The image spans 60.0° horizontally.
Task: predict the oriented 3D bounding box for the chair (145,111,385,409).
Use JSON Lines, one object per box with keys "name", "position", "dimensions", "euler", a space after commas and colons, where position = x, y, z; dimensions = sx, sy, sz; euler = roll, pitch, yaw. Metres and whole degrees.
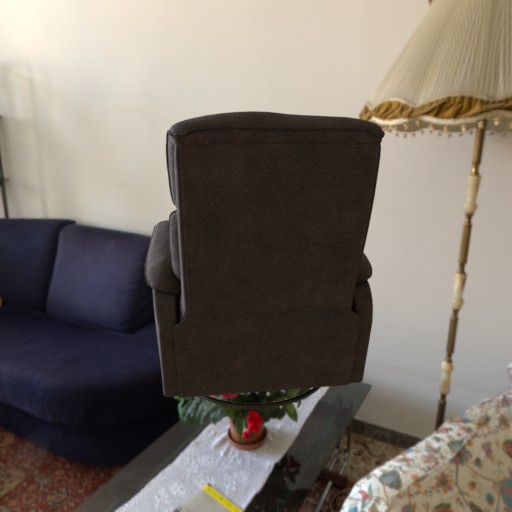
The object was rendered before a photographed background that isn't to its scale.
{"name": "chair", "position": [0.000, 0.000, 1.725], "dimensions": [0.830, 1.035, 1.009], "euler": [-2, 16, -7]}
